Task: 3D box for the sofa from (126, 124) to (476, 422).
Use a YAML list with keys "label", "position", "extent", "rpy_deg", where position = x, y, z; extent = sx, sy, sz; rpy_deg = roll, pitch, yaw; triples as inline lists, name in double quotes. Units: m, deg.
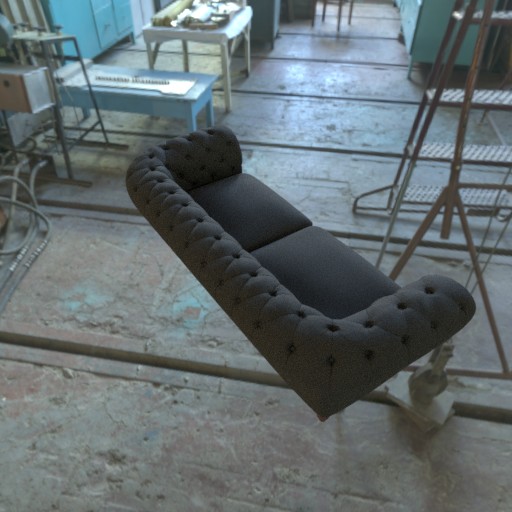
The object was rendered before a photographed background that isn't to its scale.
- label: "sofa"
  position: [0.000, 0.000, 2.800]
  extent: [0.991, 0.762, 2.362]
  rpy_deg: [-25, 47, -26]
